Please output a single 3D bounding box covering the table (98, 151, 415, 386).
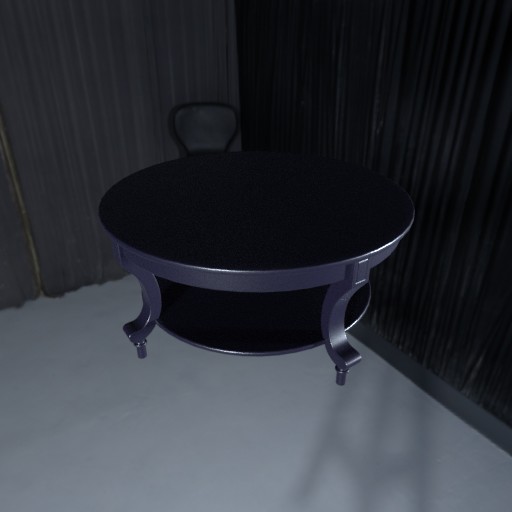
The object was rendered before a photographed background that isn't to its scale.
[{"bbox_3d":[0.000,0.000,1.620,1.029,0.491,1.029,0,29,0],"label":"table"}]
